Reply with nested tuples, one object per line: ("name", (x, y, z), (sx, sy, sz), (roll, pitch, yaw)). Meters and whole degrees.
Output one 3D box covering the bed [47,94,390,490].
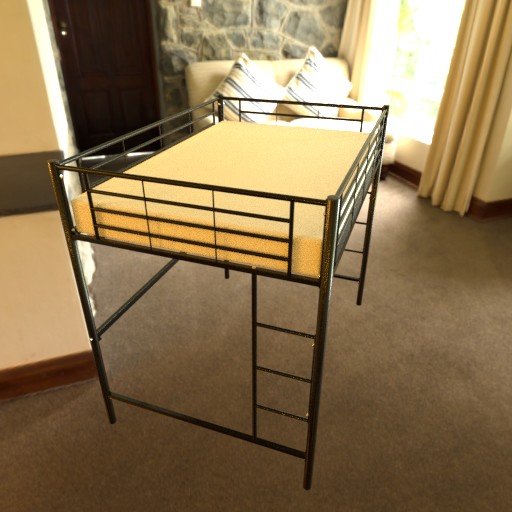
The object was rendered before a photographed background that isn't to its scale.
("bed", (0.000, 0.000, 3.137), (1.397, 1.803, 1.994), (10, 31, 17))
